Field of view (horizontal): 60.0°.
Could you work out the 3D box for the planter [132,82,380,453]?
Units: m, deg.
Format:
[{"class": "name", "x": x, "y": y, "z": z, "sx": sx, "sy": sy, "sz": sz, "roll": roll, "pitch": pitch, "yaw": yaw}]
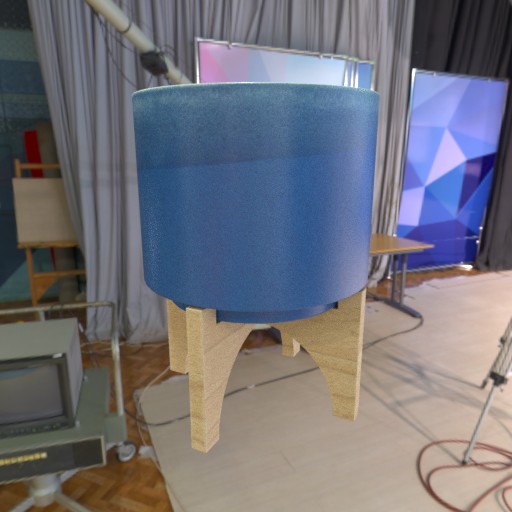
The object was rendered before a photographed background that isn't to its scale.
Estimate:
[{"class": "planter", "x": 0.000, "y": 0.000, "z": 0.388, "sx": 0.192, "sy": 0.263, "sz": 0.192, "roll": 0, "pitch": 15, "yaw": 0}]
